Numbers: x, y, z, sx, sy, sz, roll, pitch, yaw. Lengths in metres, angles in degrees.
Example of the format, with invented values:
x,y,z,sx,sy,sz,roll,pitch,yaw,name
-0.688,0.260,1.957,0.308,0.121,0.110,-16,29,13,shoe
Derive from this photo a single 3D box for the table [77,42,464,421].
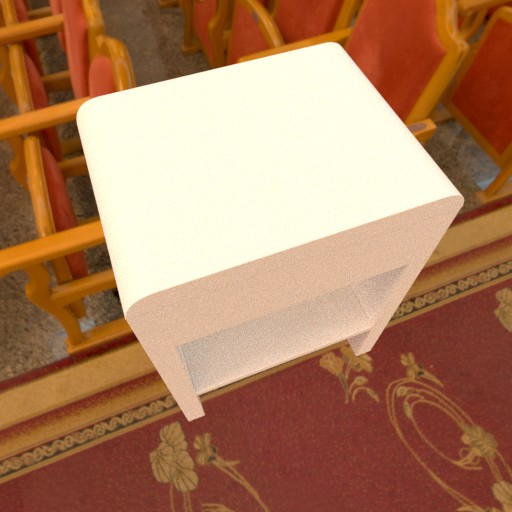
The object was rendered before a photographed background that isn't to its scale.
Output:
x,y,z,sx,sy,sz,roll,pitch,yaw,name
0.000,0.000,0.847,0.450,0.590,0.350,-18,60,-11,table
